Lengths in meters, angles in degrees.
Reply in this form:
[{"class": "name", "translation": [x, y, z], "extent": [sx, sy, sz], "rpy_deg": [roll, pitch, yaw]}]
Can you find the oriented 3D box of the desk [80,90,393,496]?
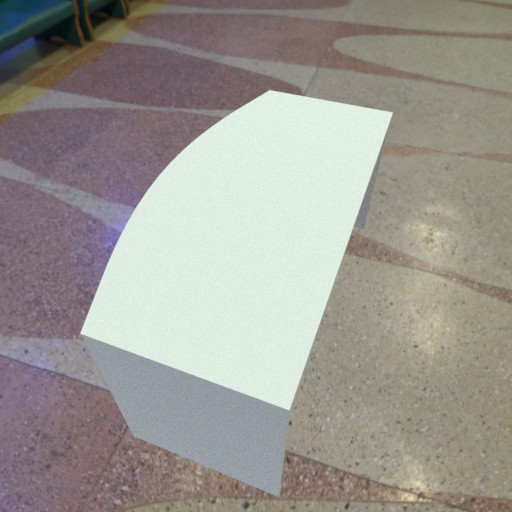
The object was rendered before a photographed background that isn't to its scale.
[{"class": "desk", "translation": [0.000, 0.000, 2.004], "extent": [0.802, 0.750, 1.600], "rpy_deg": [16, 49, 14]}]
